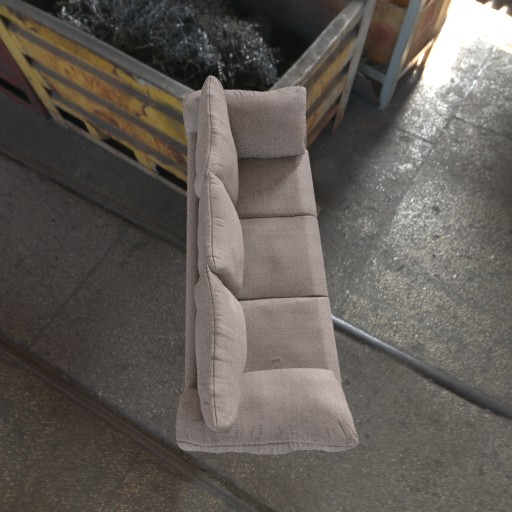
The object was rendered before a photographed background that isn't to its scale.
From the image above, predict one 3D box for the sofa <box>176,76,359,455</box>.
[{"bbox_3d":[0.000,0.000,2.807,0.878,0.996,2.334,-3,63,-2],"label":"sofa"}]
